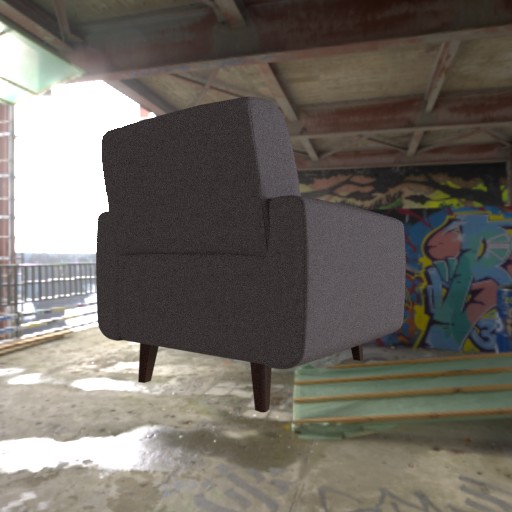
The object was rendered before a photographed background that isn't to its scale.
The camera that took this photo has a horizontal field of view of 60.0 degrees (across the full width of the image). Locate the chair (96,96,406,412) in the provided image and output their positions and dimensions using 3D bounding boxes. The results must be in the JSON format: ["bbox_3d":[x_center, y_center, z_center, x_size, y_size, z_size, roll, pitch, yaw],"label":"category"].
[{"bbox_3d":[0.000,0.000,1.605,0.831,0.839,0.907,0,0,35],"label":"chair"}]
